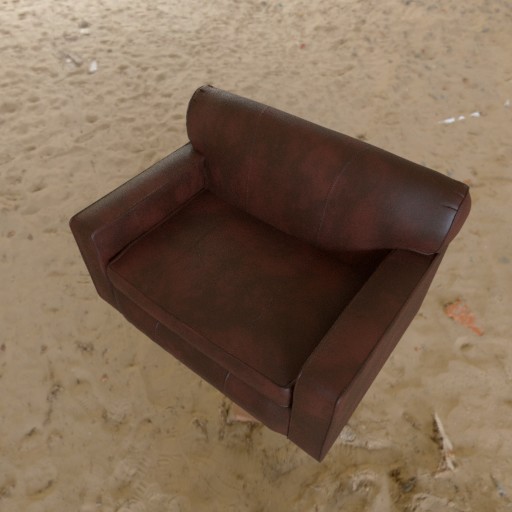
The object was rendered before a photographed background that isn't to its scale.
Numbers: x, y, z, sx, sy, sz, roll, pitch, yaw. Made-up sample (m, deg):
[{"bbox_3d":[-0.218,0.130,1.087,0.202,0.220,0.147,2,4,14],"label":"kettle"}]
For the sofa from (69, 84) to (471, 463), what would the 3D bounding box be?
[{"bbox_3d":[0.000,0.000,2.015,1.413,0.956,1.000,29,54,25],"label":"sofa"}]
